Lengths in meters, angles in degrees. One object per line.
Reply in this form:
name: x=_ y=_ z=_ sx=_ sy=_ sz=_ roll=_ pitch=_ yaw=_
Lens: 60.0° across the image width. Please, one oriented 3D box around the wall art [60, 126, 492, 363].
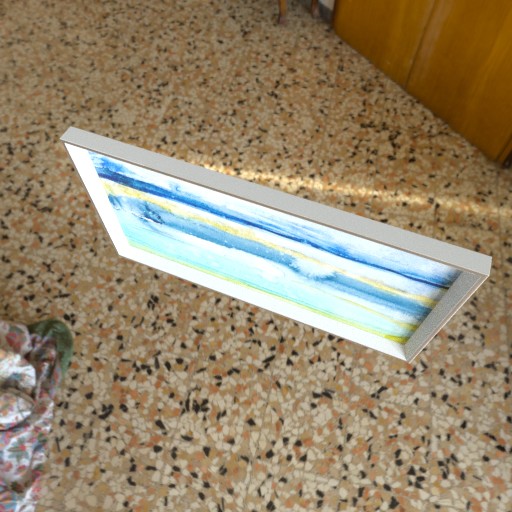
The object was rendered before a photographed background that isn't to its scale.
wall art: x=0.000 y=0.000 z=0.974 sx=0.812 sy=0.431 sz=0.038 roll=19 pitch=60 yaw=12
